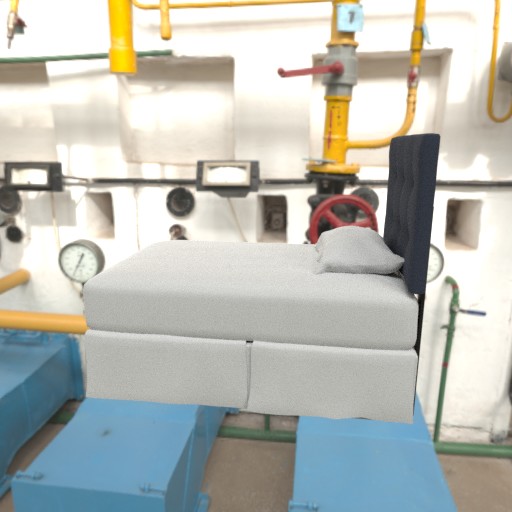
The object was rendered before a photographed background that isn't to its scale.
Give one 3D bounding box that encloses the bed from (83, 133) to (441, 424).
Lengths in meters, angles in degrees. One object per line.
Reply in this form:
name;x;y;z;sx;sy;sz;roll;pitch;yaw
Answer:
bed;0.000;0.000;2.990;1.997;1.571;1.261;2;14;8
